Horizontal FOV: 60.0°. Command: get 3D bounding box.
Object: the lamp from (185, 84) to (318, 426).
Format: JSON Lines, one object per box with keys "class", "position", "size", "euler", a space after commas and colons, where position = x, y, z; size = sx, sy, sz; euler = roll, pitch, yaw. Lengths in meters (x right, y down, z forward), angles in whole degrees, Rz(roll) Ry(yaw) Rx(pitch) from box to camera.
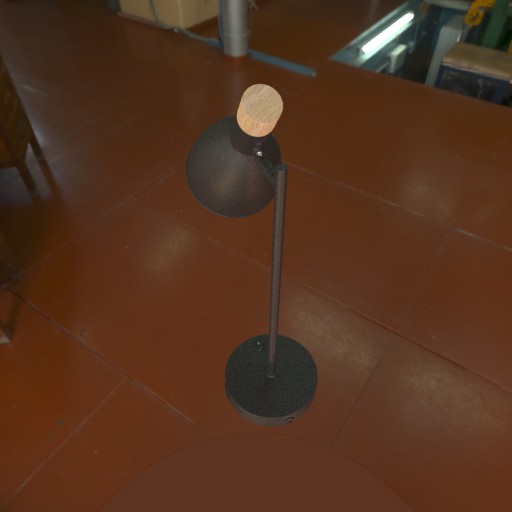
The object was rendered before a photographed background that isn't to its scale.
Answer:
{"class": "lamp", "position": [0.000, 0.000, 0.606], "size": [0.152, 0.483, 0.287], "euler": [-16, 49, -14]}
